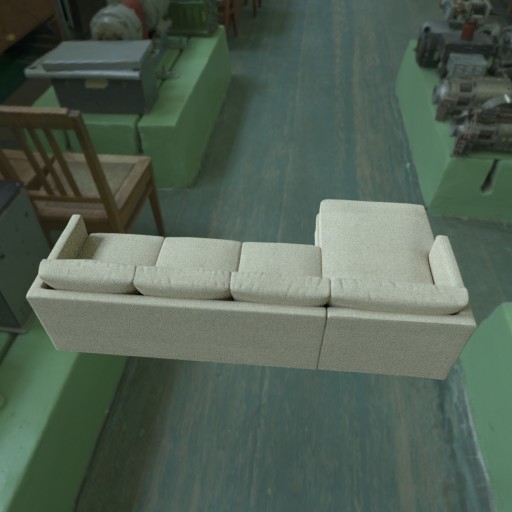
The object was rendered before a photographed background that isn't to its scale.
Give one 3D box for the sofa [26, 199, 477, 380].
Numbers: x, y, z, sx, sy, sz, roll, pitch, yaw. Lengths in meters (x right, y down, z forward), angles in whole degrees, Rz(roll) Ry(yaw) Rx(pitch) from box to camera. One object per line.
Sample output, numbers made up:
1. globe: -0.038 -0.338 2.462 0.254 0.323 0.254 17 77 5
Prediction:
1. sofa: 0.000 0.000 3.848 3.205 0.922 1.650 3 46 3
